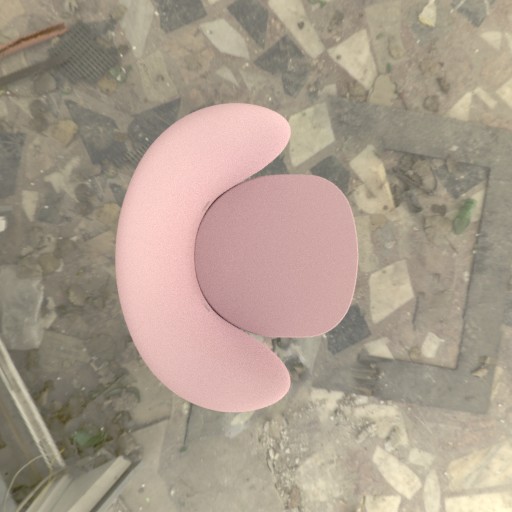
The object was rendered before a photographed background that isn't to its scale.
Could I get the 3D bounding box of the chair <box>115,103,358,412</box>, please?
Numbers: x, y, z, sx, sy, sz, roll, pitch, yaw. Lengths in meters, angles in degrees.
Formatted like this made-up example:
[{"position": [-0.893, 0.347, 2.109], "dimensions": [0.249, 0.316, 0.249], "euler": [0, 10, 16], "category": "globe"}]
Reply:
[{"position": [0.000, 0.000, 0.888], "dimensions": [0.402, 0.554, 0.451], "euler": [0, 91, -1], "category": "chair"}]
